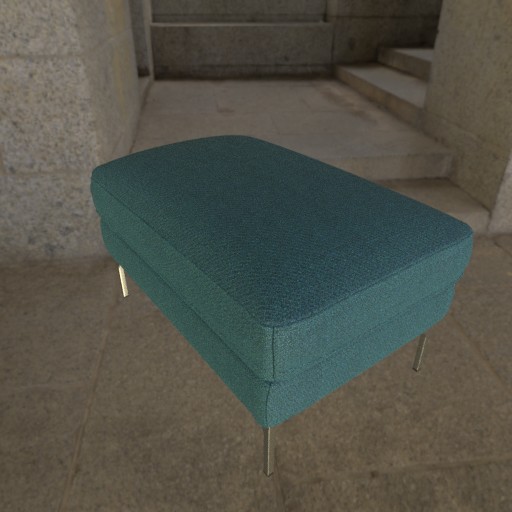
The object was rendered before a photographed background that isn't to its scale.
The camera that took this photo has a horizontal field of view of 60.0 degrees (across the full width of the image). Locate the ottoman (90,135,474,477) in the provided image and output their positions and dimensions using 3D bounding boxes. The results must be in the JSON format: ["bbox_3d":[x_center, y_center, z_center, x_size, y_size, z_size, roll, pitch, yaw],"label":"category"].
[{"bbox_3d":[0.000,0.000,1.165,0.563,0.498,0.856,-21,37,-31],"label":"ottoman"}]
